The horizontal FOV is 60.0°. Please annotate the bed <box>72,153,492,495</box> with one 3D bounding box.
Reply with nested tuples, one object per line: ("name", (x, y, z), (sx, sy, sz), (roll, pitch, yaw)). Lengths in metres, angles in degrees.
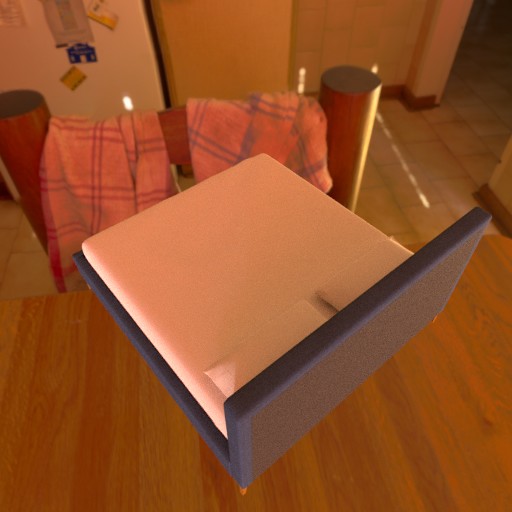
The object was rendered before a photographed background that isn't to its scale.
("bed", (0.000, 0.000, 3.379), (2.096, 1.231, 2.232), (-32, 55, -26))
